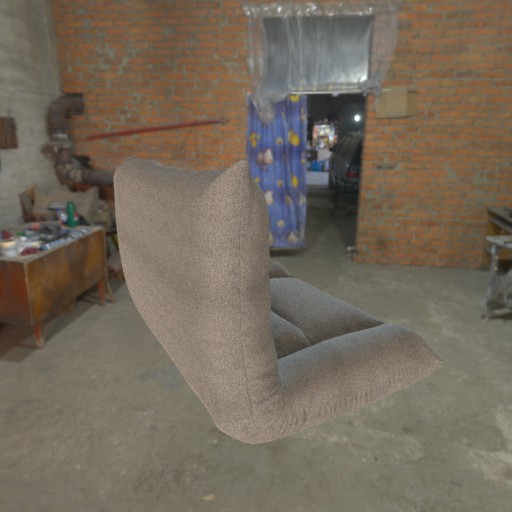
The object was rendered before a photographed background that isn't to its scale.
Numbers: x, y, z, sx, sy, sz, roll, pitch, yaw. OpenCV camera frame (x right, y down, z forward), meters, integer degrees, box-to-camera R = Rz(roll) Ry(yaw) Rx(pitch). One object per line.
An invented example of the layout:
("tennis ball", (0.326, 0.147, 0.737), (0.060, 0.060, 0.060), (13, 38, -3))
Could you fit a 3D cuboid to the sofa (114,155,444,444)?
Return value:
("sofa", (0.000, 0.000, 1.670), (0.847, 0.795, 1.144), (-8, 17, -27))
